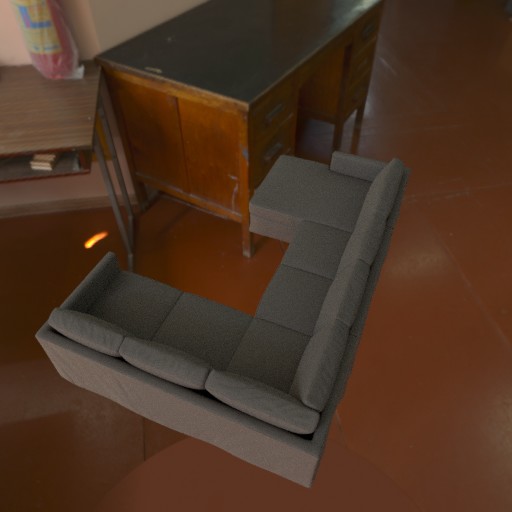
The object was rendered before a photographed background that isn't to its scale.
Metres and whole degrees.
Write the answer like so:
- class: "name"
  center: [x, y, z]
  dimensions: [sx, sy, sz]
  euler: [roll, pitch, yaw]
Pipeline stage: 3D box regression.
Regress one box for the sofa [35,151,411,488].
- class: "sofa"
  center: [0.000, 0.000, 4.514]
  dimensions: [2.476, 0.878, 3.528]
  euler: [18, 50, 15]
